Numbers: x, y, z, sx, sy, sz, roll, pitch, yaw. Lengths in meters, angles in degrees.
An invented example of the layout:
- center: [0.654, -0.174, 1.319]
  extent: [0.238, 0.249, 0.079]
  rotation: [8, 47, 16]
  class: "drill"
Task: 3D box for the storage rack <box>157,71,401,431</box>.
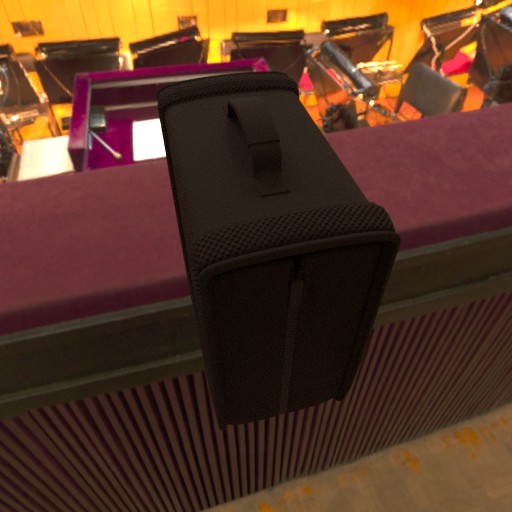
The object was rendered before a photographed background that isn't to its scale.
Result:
- center: [0.000, 0.000, 0.541]
  extent: [0.168, 0.387, 0.297]
  rotation: [-11, 48, -10]
  class: "storage rack"
